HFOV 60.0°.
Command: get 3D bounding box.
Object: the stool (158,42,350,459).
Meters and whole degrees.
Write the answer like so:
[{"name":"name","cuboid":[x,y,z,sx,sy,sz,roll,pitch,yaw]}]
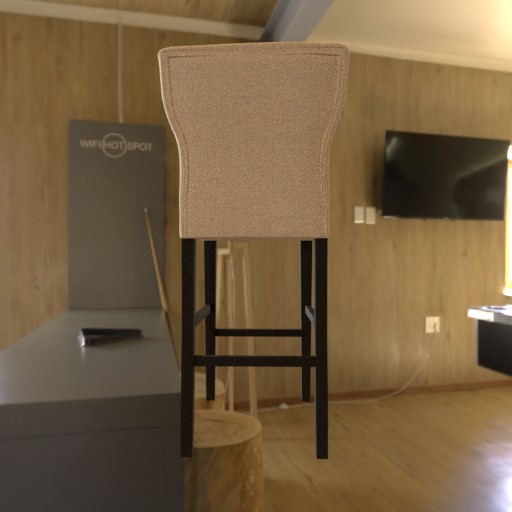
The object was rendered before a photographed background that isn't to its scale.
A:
[{"name":"stool","cuboid":[0.000,0.000,1.447,0.516,1.124,0.603,0,0,2]}]
